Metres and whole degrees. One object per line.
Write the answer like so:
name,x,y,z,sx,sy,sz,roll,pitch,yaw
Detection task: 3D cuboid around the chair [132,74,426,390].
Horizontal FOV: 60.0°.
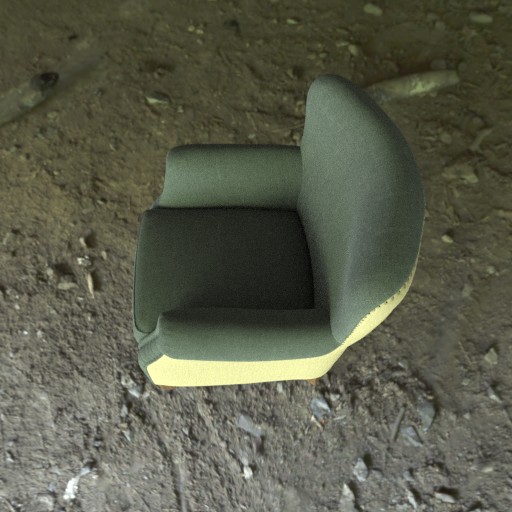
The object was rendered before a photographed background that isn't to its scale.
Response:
chair,0.000,0.000,1.611,0.921,0.936,0.861,-3,58,-2
